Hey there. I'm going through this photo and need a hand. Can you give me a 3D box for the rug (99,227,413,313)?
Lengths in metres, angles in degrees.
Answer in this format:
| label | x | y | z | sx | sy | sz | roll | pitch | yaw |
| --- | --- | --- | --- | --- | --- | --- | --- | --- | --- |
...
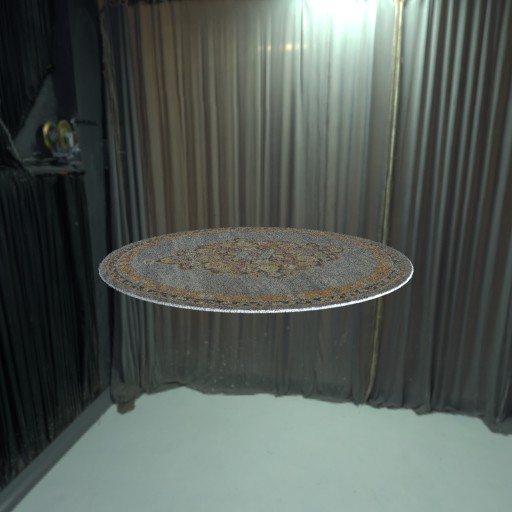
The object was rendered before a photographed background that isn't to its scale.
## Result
| label | x | y | z | sx | sy | sz | roll | pitch | yaw |
| --- | --- | --- | --- | --- | --- | --- | --- | --- | --- |
| rug | 0.000 | 0.000 | 2.381 | 1.598 | 0.010 | 1.598 | 0 | 15 | 0 |
